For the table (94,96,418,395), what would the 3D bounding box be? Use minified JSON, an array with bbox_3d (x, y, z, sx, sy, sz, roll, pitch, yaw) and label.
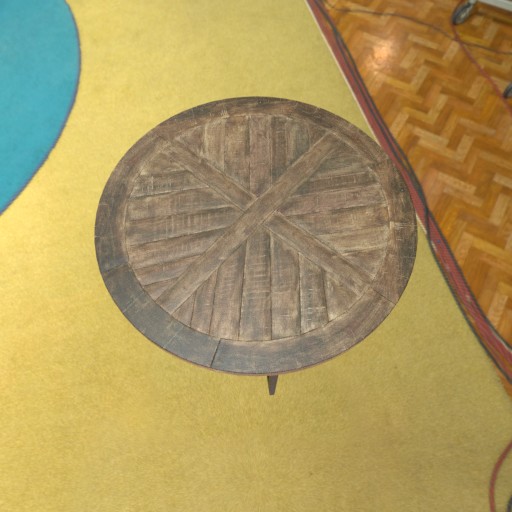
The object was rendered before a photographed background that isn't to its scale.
[{"bbox_3d":[0.000,0.000,2.092,1.264,0.762,1.264,0,63,0],"label":"table"}]
